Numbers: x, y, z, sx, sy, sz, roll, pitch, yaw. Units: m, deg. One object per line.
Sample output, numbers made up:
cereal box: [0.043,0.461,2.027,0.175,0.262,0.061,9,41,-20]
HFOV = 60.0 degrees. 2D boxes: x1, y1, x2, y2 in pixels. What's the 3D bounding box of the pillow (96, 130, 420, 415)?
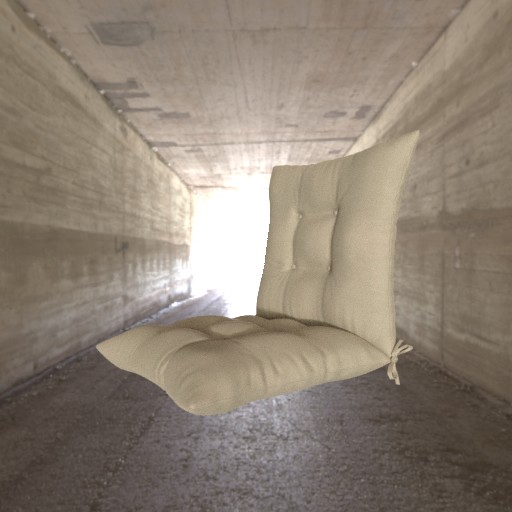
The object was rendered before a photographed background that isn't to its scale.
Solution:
pillow: [0.000,0.000,1.007,0.585,0.536,0.541,-1,1,-35]
